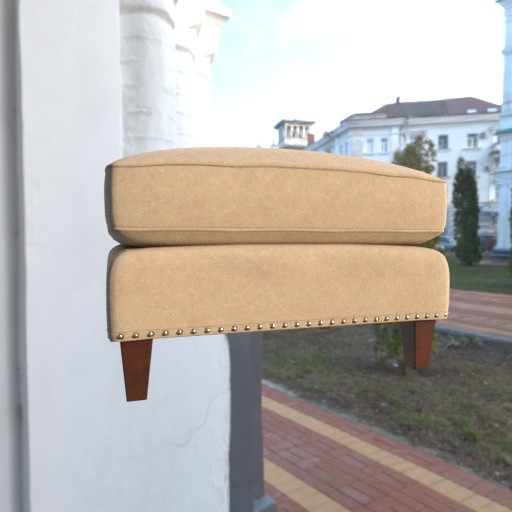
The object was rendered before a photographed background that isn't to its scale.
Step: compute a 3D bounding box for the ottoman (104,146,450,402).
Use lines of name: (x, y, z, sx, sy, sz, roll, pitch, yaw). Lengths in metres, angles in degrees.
ottoman: (0.000, 0.000, 1.155, 0.741, 0.513, 0.584, -1, 2, -18)
